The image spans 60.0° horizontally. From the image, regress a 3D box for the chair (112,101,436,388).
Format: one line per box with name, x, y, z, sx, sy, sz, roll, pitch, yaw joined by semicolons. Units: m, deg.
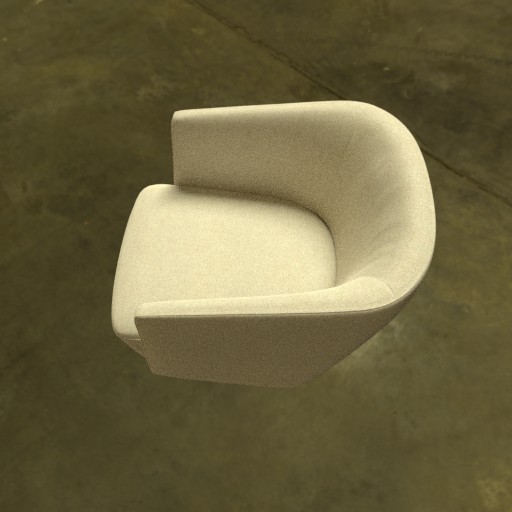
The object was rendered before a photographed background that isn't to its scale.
chair;0.000;0.000;1.608;0.986;0.861;0.822;2;59;1
